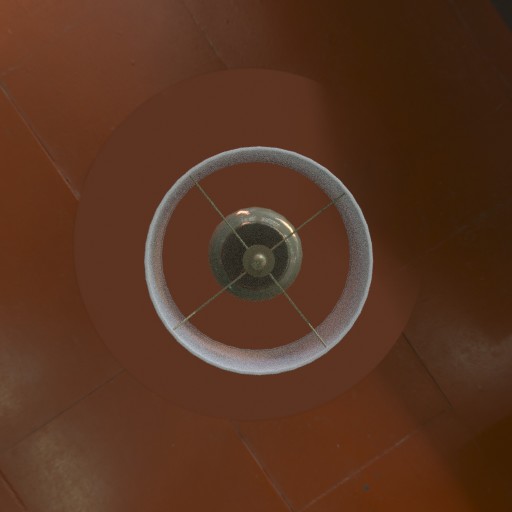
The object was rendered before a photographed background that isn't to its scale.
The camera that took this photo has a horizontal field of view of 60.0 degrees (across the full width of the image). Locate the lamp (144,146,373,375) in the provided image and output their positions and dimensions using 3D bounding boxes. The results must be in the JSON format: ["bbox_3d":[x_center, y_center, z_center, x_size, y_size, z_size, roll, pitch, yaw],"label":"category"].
[{"bbox_3d":[0.000,0.000,0.563,0.239,0.399,0.239,0,91,-1],"label":"lamp"}]
